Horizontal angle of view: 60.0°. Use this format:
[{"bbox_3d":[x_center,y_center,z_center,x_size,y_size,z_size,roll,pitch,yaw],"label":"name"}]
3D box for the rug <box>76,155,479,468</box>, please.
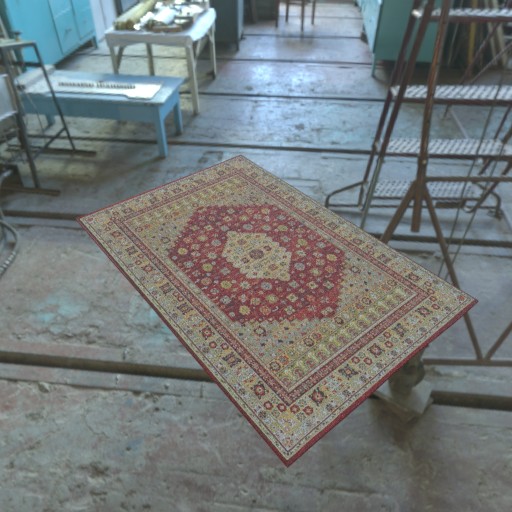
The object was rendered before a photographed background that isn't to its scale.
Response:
[{"bbox_3d":[0.000,0.000,2.288,1.194,0.013,1.802,-28,48,-28],"label":"rug"}]
